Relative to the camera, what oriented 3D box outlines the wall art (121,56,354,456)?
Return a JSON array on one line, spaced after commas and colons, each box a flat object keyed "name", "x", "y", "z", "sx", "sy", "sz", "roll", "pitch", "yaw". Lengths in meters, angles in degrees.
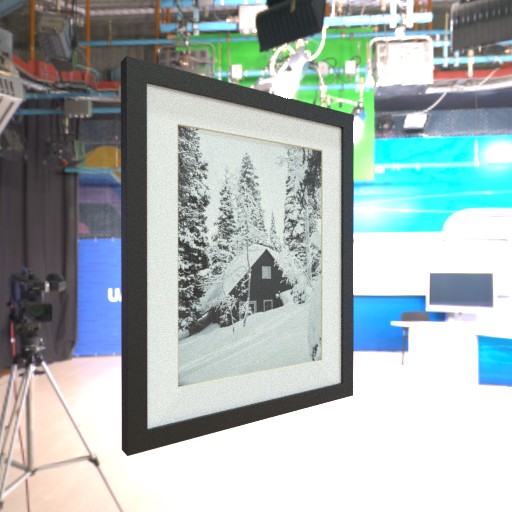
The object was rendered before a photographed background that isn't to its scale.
[{"name": "wall art", "x": 0.000, "y": 0.000, "z": 0.540, "sx": 0.325, "sy": 0.397, "sz": 0.018, "roll": 0, "pitch": 1, "yaw": -35}]
